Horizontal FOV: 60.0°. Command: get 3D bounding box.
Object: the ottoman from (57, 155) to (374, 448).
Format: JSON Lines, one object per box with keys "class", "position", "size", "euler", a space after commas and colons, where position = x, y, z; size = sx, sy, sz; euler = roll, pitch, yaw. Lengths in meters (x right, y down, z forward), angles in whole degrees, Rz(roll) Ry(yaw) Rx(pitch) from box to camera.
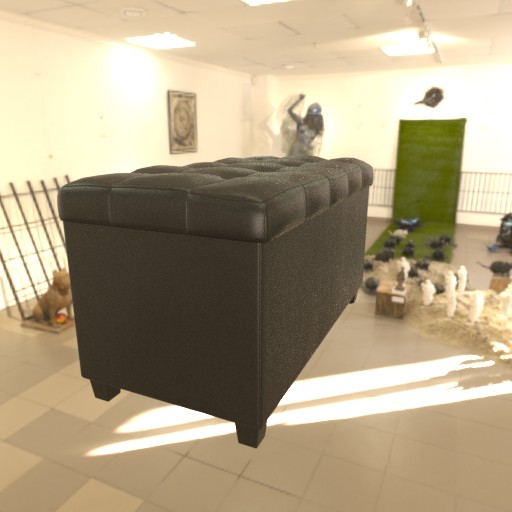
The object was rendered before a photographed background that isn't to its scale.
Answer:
{"class": "ottoman", "position": [0.000, 0.000, 1.128], "size": [0.432, 0.470, 0.838], "euler": [7, 17, 24]}
